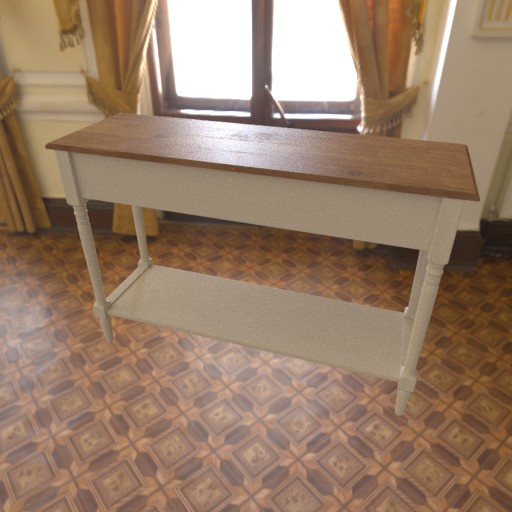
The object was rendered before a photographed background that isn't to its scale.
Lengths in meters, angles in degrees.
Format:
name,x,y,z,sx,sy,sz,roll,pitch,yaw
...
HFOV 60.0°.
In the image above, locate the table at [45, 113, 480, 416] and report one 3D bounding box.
name,x,y,z,sx,sy,sz,roll,pitch,yaw
table,0.000,0.000,1.547,1.219,0.800,0.399,10,33,16
